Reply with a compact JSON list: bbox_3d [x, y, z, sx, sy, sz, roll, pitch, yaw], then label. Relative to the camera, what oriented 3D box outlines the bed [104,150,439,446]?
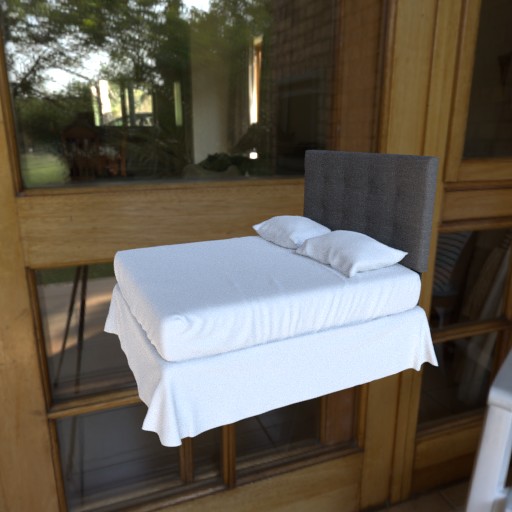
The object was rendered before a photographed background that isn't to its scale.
[{"bbox_3d":[0.000,0.000,3.532,2.222,1.577,1.936,-7,17,-25],"label":"bed"}]
